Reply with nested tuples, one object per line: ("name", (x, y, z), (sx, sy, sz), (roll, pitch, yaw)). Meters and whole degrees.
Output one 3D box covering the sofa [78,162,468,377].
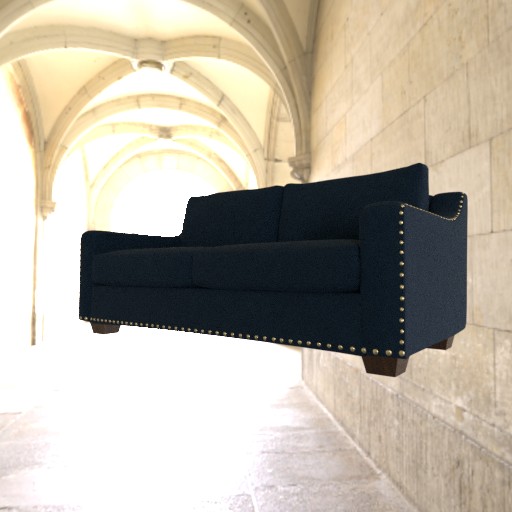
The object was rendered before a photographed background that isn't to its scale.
("sofa", (0.000, 0.000, 2.633), (2.107, 0.983, 1.104), (-2, -3, 37))
